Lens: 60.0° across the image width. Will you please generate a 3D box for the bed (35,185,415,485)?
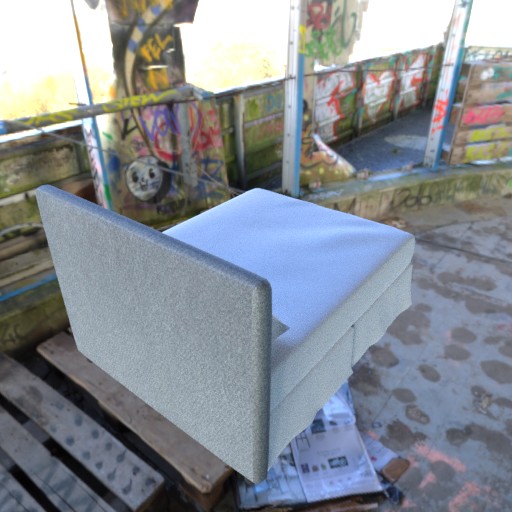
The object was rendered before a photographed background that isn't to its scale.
[{"bbox_3d":[0.000,0.000,3.147,1.723,1.330,2.142,22,37,32],"label":"bed"}]
